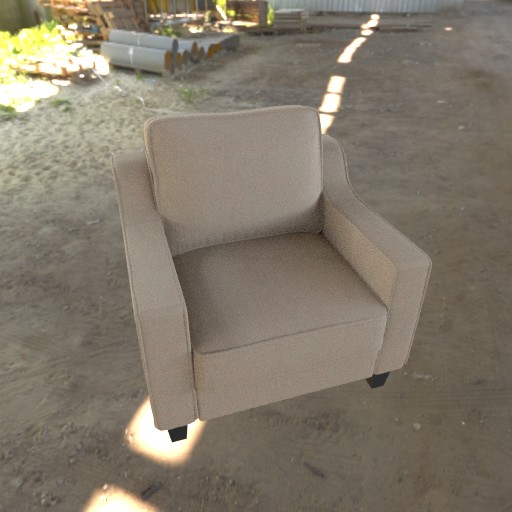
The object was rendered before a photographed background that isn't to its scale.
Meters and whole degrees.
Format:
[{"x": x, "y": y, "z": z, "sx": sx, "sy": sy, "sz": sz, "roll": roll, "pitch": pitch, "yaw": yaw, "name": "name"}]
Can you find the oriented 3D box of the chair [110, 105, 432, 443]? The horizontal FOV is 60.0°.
[{"x": 0.000, "y": 0.000, "z": 1.660, "sx": 0.922, "sy": 0.948, "sz": 0.882, "roll": -10, "pitch": 33, "yaw": -15, "name": "chair"}]
